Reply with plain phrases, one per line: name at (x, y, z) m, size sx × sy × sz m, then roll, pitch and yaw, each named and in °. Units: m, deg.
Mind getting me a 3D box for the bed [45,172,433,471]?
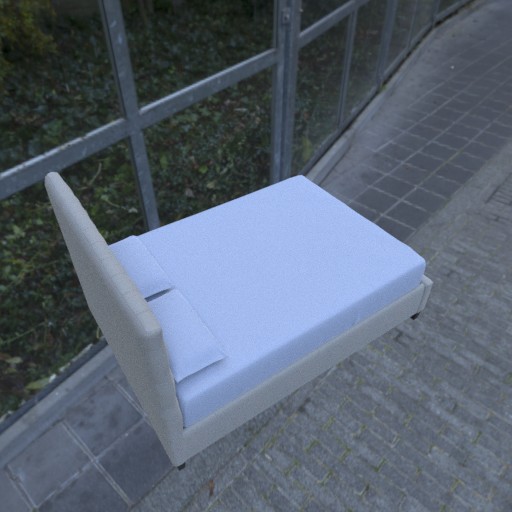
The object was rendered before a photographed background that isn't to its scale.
bed at (0.000, 0.000, 3.443) m, size 2.387 × 1.427 × 1.698 m, roll -24°, pitch 47°, yaw -25°
